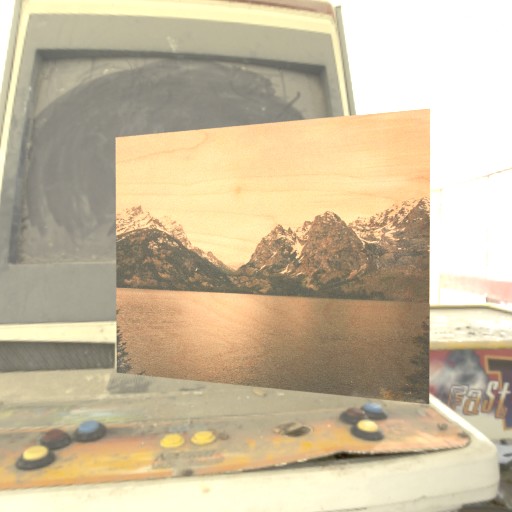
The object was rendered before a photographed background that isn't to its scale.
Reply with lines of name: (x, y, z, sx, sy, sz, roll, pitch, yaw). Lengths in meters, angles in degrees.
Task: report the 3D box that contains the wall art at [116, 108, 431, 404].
wall art: (0.000, 0.000, 0.694, 0.508, 0.408, 0.010, 0, 1, 18)
